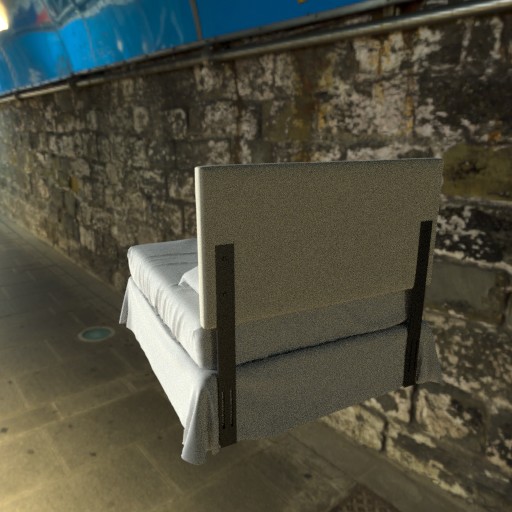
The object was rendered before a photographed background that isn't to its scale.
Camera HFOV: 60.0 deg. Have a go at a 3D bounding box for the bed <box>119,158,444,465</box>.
[{"bbox_3d":[0.000,0.000,3.507,1.936,1.577,2.222,-8,17,-25],"label":"bed"}]
